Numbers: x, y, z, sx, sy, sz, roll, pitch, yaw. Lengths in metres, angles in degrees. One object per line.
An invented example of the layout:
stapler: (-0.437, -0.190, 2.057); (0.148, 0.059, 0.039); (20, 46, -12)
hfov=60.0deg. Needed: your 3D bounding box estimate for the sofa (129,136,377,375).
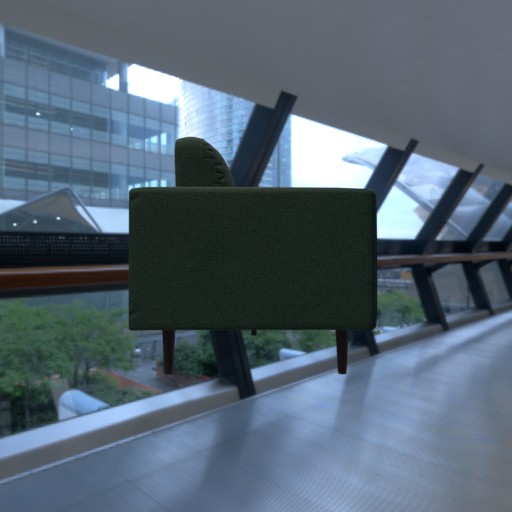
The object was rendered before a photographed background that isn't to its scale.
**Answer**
sofa: (0.000, 0.000, 2.514); (0.879, 0.899, 2.029); (0, 0, 0)
